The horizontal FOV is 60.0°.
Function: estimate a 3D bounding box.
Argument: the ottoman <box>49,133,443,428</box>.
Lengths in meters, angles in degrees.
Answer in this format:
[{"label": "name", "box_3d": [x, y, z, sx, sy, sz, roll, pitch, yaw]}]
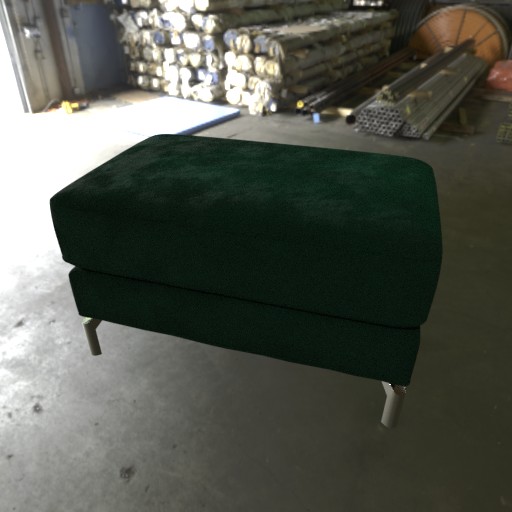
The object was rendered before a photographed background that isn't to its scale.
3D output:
[{"label": "ottoman", "box_3d": [0.000, 0.000, 1.243, 0.886, 0.533, 0.536, 9, 34, 14]}]
